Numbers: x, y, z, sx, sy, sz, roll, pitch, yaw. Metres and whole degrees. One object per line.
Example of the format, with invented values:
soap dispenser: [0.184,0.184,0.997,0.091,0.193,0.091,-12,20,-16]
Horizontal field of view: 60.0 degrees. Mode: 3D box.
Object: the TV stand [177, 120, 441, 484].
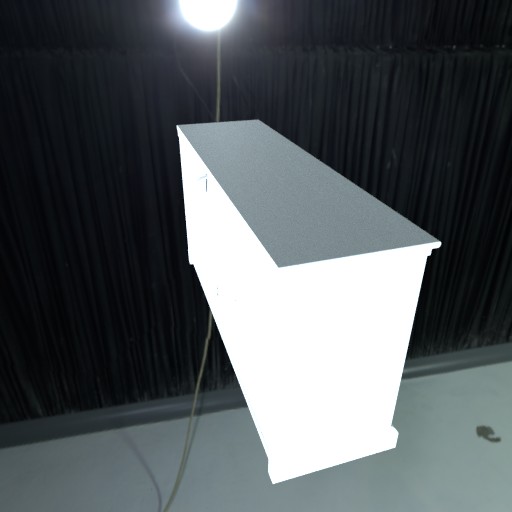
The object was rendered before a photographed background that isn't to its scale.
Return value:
TV stand: [0.000,0.000,1.473,0.424,0.624,1.187,-9,30,-15]
